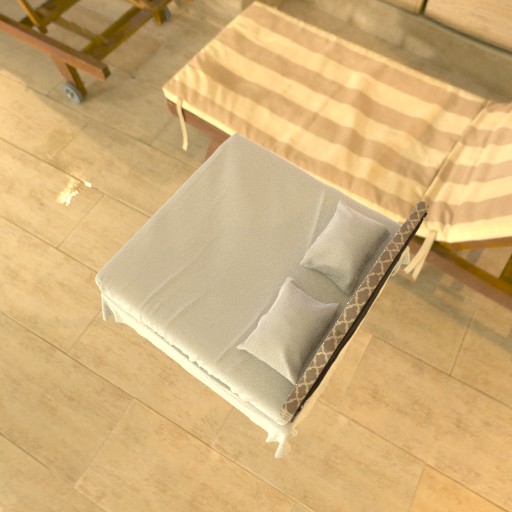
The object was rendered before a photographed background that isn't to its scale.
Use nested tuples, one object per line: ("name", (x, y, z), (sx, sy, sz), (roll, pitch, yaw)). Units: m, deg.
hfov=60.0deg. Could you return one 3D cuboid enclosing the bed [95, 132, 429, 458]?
("bed", (0.000, 0.000, 3.798), (2.222, 1.601, 2.314), (33, 68, 15))
